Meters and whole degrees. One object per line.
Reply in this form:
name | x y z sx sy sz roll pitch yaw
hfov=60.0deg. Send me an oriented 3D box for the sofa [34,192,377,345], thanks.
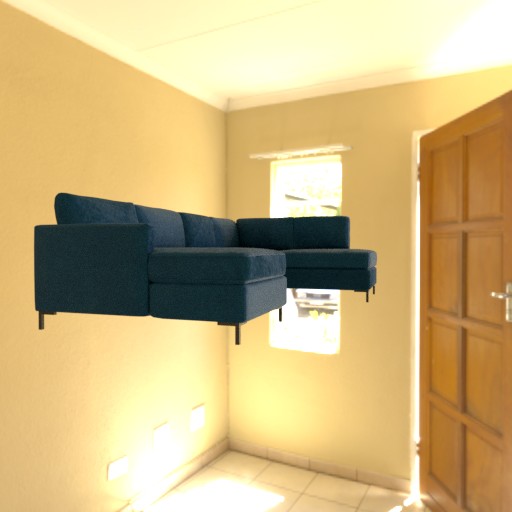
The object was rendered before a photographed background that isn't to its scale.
sofa | 0.000 0.000 4.312 2.055 0.992 3.434 0 1 19
